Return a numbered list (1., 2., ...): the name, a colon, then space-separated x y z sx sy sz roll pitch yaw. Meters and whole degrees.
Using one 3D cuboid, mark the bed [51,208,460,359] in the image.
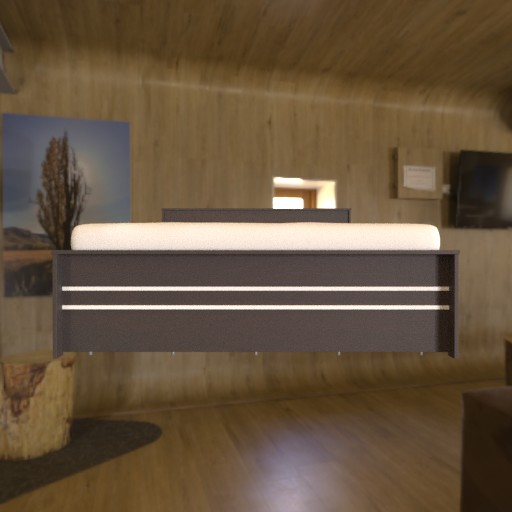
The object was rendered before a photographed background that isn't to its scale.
1. bed: 0.000 0.000 2.821 1.634 0.808 2.103 0 0 0
